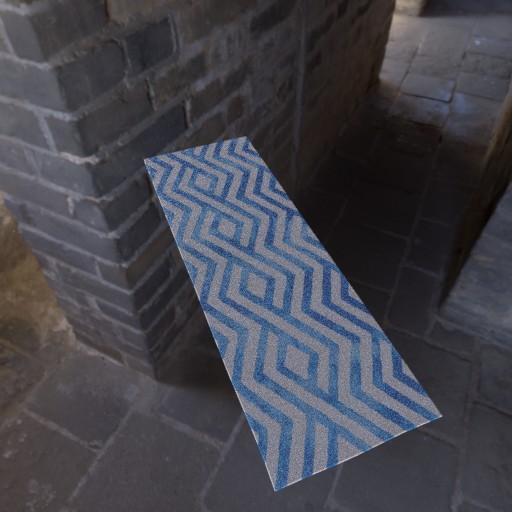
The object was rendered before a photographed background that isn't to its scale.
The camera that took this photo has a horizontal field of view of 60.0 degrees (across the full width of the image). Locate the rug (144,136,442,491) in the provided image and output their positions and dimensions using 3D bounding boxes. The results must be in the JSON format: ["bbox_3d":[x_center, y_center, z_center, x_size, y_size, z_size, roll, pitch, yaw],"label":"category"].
[{"bbox_3d":[0.000,0.000,1.619,0.503,0.007,1.492,-17,50,-15],"label":"rug"}]
